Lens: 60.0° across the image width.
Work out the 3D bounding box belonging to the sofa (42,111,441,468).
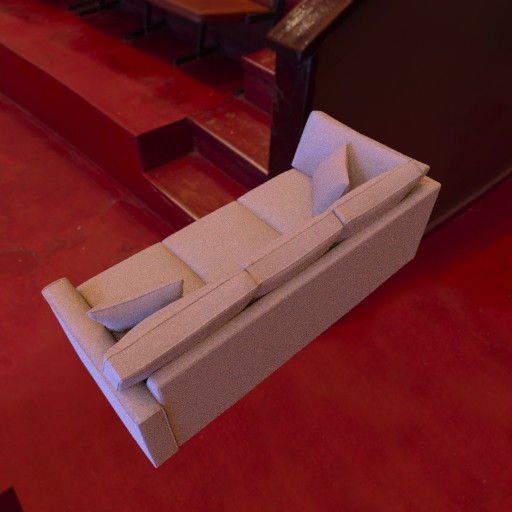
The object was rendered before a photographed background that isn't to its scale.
[{"bbox_3d":[0.000,0.000,2.817,2.317,0.962,1.061,-32,55,-27],"label":"sofa"}]
